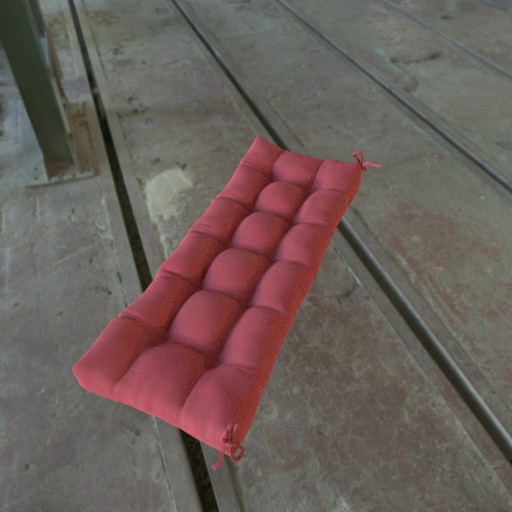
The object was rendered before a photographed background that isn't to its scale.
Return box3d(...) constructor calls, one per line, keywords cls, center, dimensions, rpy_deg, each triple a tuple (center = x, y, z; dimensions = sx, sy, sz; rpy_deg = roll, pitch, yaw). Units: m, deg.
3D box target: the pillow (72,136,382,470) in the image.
box3d(cls="pillow", center=(0.000, 0.000, 1.361), dimensions=(0.511, 0.174, 1.194), rpy_deg=(18, 50, 16))
